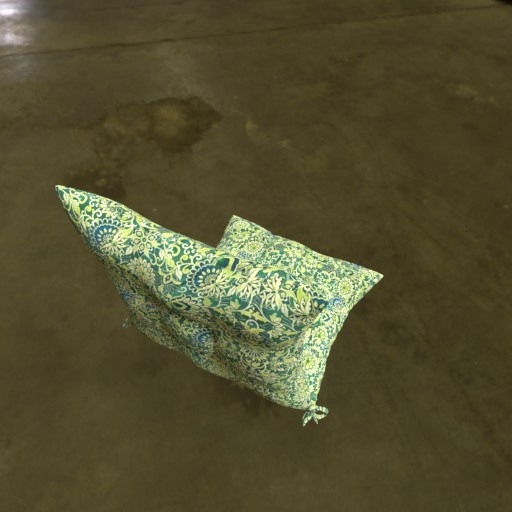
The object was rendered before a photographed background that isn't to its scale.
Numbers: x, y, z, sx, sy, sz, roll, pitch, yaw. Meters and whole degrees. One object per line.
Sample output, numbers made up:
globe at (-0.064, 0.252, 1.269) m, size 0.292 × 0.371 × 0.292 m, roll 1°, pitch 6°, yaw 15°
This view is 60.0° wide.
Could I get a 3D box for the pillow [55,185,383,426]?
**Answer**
pillow at (0.000, 0.000, 1.007) m, size 0.541 × 0.536 × 0.585 m, roll 23°, pitch 51°, yaw 20°
